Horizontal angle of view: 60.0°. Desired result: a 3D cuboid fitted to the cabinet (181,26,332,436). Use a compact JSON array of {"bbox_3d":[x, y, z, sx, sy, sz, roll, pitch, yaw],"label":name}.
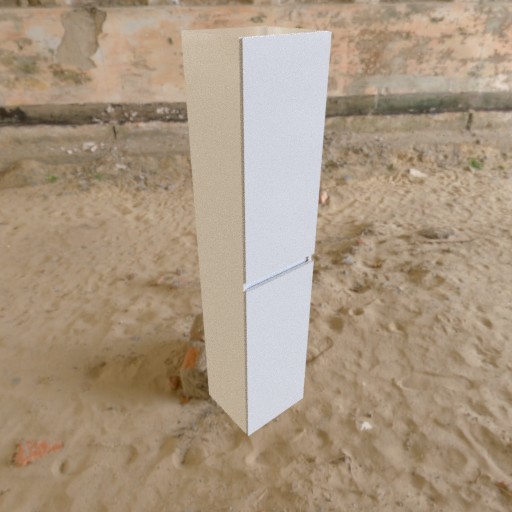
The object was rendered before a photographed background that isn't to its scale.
[{"bbox_3d":[0.000,0.000,1.542,0.300,1.400,0.270,-23,38,-33],"label":"cabinet"}]
